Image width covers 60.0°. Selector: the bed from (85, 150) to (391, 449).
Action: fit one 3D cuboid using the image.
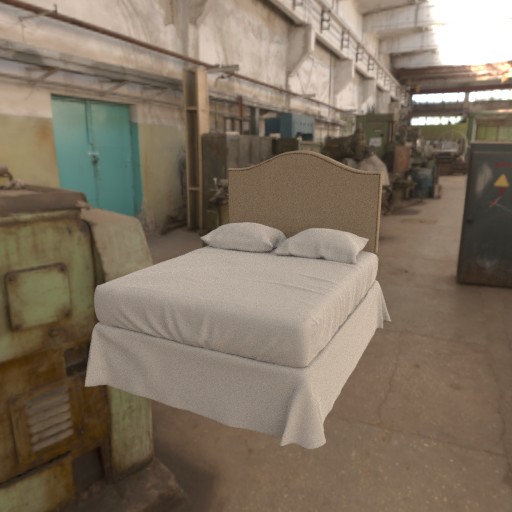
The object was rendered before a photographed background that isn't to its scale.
[{"bbox_3d":[0.000,0.000,3.588,1.876,1.645,2.221,7,15,25],"label":"bed"}]
